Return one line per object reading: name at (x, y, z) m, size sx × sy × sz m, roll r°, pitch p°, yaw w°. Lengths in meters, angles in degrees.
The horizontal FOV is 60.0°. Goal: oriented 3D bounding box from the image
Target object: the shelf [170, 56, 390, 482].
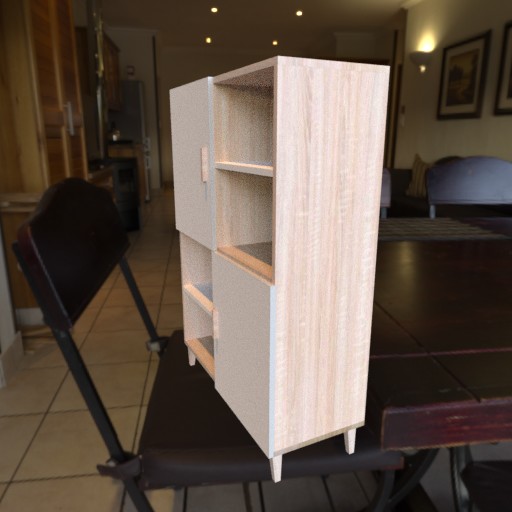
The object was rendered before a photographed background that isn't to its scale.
shelf at (0.000, 0.000, 1.891) m, size 0.434 × 1.405 × 0.995 m, roll -7°, pitch 16°, yaw -26°
